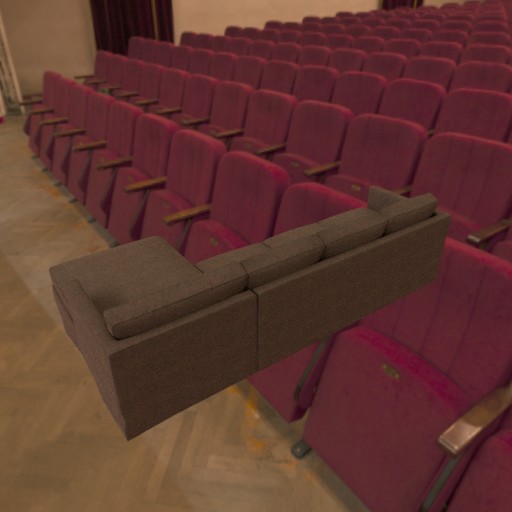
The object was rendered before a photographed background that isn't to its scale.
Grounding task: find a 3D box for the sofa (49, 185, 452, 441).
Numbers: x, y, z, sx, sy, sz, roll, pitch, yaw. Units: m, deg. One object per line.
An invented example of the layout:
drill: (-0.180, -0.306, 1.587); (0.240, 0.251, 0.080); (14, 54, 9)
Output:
sofa: (0.000, 0.000, 3.925); (3.205, 0.922, 1.650); (-20, 36, -30)
